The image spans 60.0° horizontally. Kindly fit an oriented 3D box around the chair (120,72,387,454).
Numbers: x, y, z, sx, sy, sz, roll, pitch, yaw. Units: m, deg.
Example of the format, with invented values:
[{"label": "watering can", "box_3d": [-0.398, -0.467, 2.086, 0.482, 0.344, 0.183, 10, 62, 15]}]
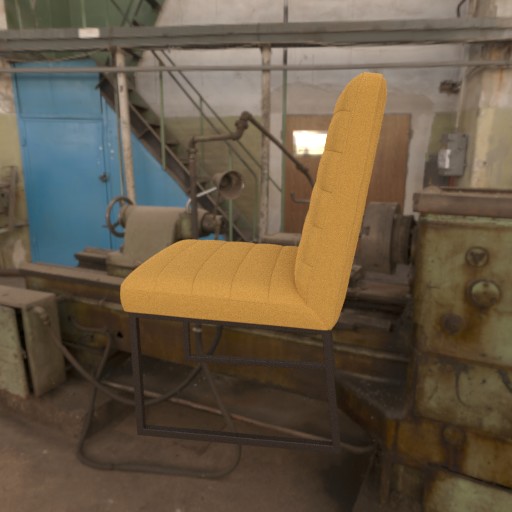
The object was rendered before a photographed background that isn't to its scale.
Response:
[{"label": "chair", "box_3d": [0.000, 0.000, 1.298, 0.634, 0.930, 0.520, 2, 14, 8]}]
